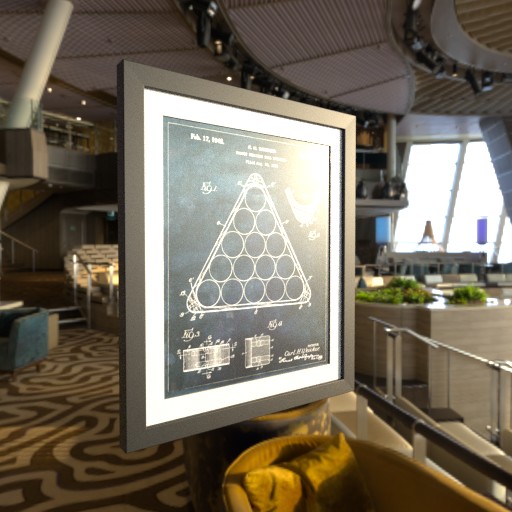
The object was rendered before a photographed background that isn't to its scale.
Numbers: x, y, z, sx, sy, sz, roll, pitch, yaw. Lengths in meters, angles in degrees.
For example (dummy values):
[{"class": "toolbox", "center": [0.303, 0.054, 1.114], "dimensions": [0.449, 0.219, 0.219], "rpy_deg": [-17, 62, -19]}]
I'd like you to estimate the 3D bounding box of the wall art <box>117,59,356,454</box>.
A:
[{"class": "wall art", "center": [0.000, 0.000, 0.705], "dimensions": [0.432, 0.508, 0.025], "rpy_deg": [-1, 2, -35]}]
